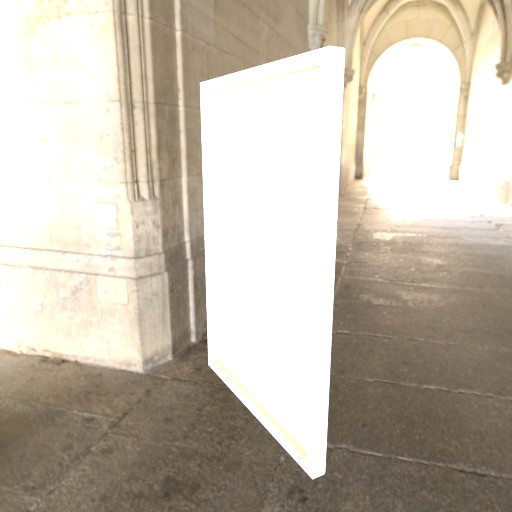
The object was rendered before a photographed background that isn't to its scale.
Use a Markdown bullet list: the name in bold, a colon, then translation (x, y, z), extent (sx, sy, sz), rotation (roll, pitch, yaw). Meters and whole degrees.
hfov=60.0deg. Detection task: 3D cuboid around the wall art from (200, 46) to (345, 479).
- **wall art**: translation (0.000, 0.000, 1.165), extent (0.038, 0.912, 0.607), rotation (-8, 17, -28)
